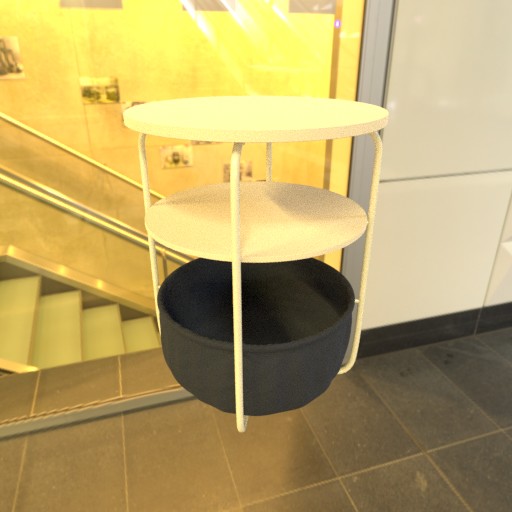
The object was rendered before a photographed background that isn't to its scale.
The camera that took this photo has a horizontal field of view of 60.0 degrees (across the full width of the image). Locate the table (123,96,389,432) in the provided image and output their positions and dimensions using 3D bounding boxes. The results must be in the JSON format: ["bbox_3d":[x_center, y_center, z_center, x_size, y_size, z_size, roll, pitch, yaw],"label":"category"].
[{"bbox_3d":[0.000,0.000,0.836,0.418,0.532,0.418,-18,30,-33],"label":"table"}]
